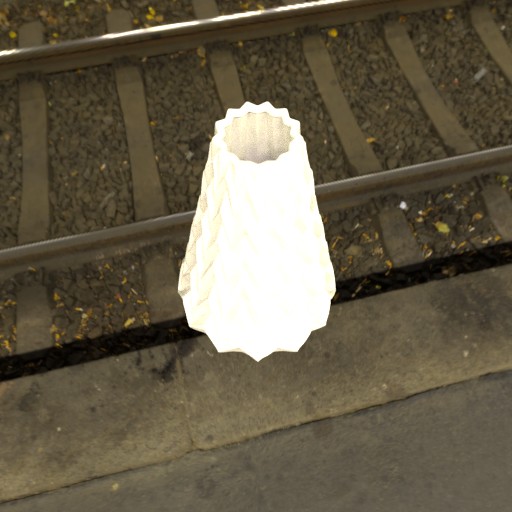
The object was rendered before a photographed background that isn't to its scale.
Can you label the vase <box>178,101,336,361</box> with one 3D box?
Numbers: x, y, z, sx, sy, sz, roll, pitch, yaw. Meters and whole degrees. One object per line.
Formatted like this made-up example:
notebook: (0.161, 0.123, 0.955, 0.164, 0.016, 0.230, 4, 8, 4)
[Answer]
vase: (0.000, 0.000, 0.415, 0.167, 0.328, 0.167, 0, 63, 0)
